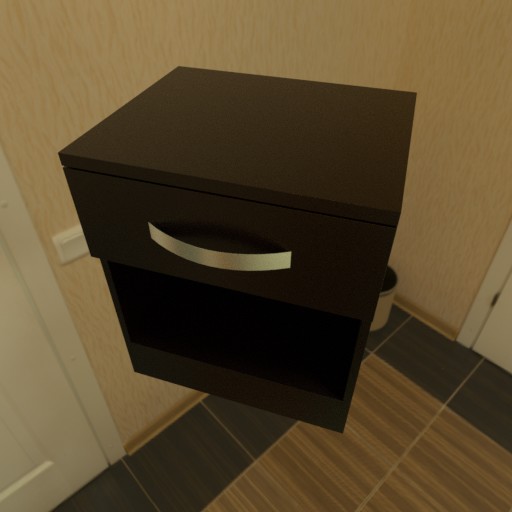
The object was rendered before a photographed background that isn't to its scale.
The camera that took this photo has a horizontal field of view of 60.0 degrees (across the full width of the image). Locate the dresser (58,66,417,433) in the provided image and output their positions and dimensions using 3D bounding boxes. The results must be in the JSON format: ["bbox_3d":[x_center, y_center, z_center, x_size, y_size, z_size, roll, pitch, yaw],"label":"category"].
[{"bbox_3d":[0.000,0.000,0.747,0.400,0.470,0.360,12,42,14],"label":"dresser"}]
